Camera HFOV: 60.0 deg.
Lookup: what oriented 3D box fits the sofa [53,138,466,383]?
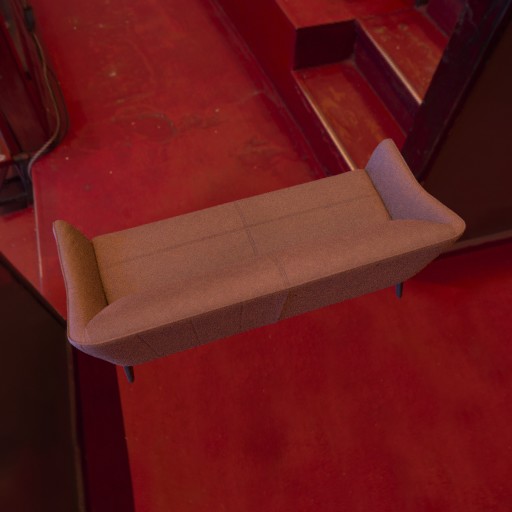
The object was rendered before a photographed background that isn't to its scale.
[{"bbox_3d":[0.000,0.000,2.382,1.928,0.830,0.869,-16,59,-10],"label":"sofa"}]
